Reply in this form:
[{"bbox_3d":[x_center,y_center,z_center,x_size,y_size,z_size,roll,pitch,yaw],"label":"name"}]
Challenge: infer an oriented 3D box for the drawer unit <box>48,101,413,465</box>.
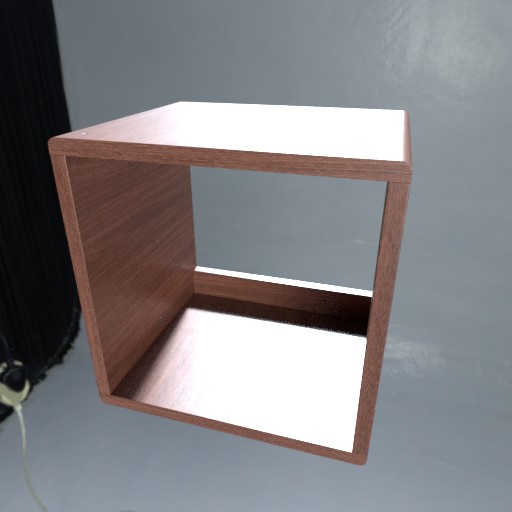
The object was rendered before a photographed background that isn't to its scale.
[{"bbox_3d":[0.000,0.000,0.598,0.349,0.351,0.290,8,27,15],"label":"drawer unit"}]
